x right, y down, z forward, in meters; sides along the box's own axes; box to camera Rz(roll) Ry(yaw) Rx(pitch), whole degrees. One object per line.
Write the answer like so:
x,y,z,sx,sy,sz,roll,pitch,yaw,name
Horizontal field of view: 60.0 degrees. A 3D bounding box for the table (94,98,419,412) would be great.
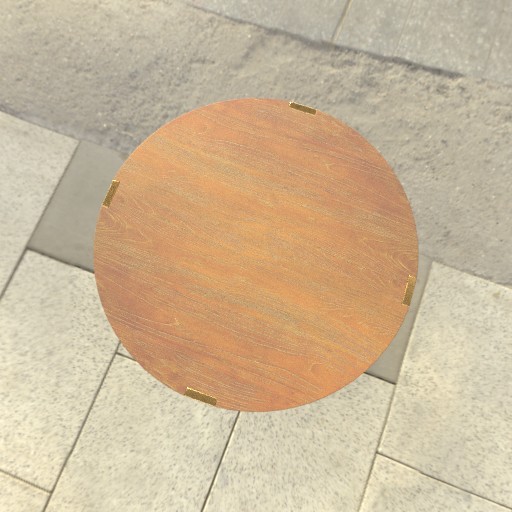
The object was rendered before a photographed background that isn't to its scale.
0.000,0.000,1.713,1.100,0.420,1.100,0,76,0,table
